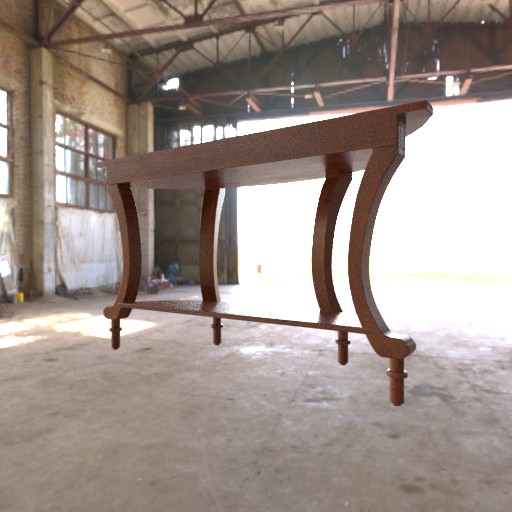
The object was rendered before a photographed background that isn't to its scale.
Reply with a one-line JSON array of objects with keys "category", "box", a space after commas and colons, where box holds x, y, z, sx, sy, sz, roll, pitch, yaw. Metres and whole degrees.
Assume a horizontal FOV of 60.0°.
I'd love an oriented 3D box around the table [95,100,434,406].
[{"category": "table", "box": [0.000, 0.000, 1.486, 1.198, 0.699, 0.394, 0, 1, 35]}]
